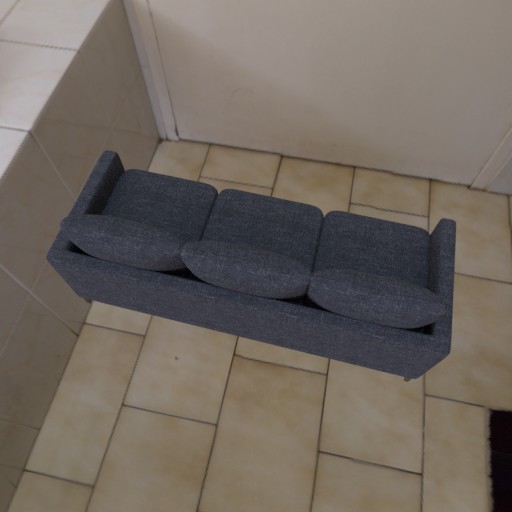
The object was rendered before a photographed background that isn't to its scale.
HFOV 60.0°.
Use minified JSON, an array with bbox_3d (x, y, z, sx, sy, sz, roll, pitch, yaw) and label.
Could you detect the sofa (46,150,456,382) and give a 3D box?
[{"bbox_3d":[0.000,0.000,2.719,2.218,0.874,0.859,13,62,7],"label":"sofa"}]
